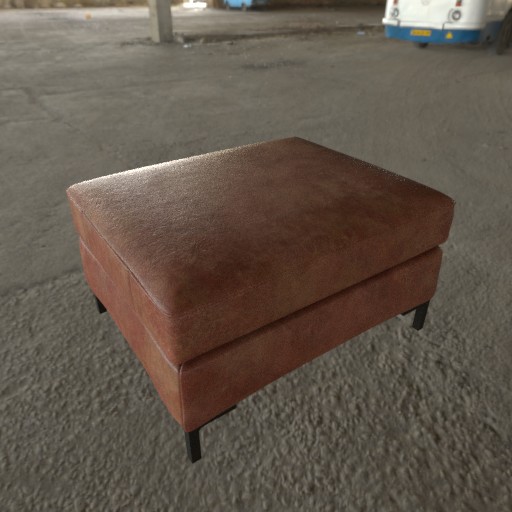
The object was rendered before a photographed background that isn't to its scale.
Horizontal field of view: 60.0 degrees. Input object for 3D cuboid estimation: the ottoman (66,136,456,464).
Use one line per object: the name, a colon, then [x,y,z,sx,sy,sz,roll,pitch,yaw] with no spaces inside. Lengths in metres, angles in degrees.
ottoman: [0.000,0.000,1.819,1.186,0.667,0.965,-20,37,-29]
